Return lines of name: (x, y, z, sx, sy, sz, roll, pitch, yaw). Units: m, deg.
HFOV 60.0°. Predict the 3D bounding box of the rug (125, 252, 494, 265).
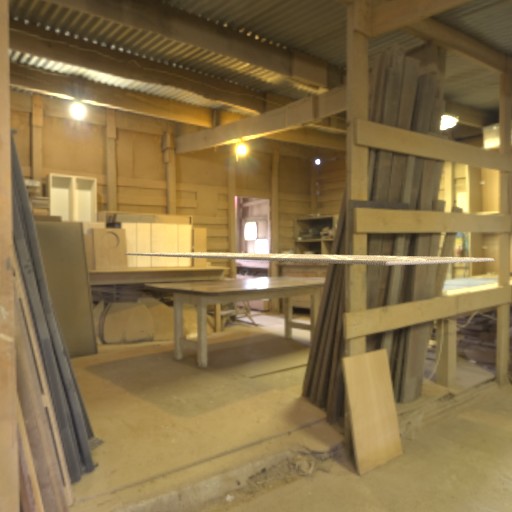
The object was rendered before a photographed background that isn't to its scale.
rug: (0.000, 0.000, 2.476, 0.678, 0.014, 2.276, -1, 1, -36)
